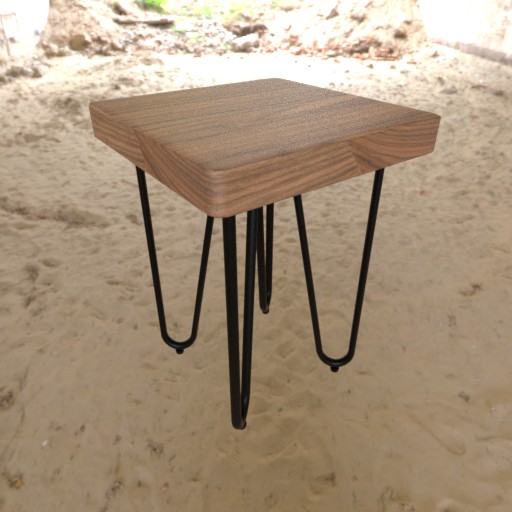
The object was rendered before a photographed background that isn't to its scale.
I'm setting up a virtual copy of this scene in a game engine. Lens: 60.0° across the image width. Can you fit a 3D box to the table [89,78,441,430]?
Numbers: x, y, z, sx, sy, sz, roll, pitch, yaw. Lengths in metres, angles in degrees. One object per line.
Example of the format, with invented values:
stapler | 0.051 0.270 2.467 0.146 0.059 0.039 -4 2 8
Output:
table | 0.000 0.000 0.990 0.480 0.641 0.479 -21 37 -30
